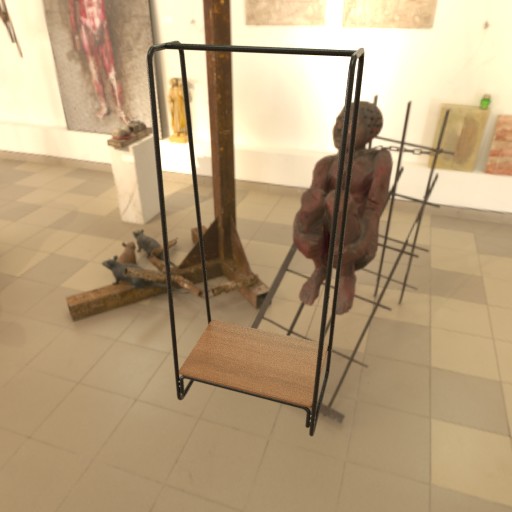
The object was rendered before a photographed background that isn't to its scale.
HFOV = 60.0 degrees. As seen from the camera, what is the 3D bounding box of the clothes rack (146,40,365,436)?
[{"bbox_3d":[0.000,0.000,1.744,0.640,1.500,0.400,10,33,15],"label":"clothes rack"}]
